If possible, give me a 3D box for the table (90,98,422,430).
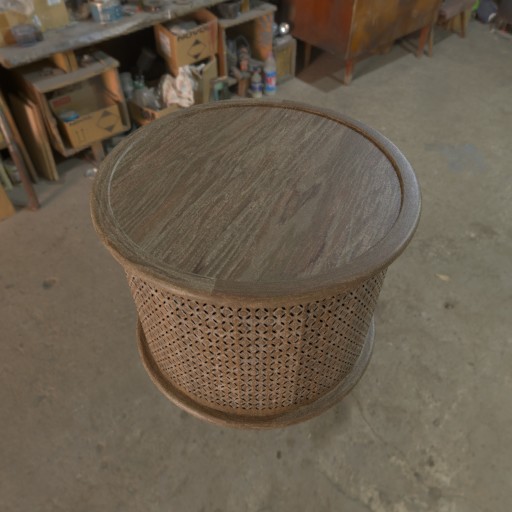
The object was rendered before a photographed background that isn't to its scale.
[{"bbox_3d":[0.000,0.000,0.991,0.607,0.450,0.607,0,46,0],"label":"table"}]
